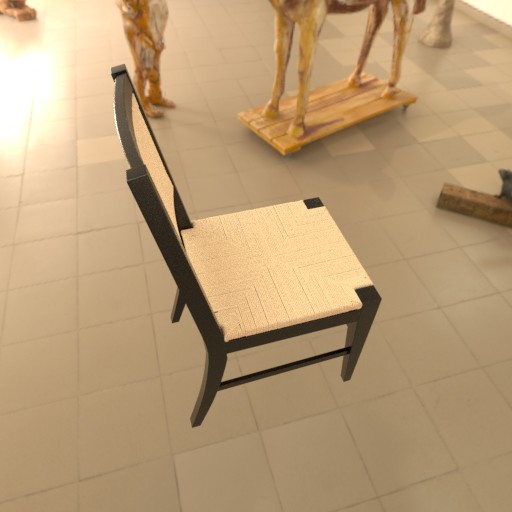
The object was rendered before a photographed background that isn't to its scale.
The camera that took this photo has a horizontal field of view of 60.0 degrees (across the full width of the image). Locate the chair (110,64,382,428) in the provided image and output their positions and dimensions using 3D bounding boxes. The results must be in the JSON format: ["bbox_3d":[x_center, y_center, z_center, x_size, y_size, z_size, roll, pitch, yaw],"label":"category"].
[{"bbox_3d":[0.000,0.000,1.210,0.552,0.927,0.437,-12,47,-11],"label":"chair"}]
